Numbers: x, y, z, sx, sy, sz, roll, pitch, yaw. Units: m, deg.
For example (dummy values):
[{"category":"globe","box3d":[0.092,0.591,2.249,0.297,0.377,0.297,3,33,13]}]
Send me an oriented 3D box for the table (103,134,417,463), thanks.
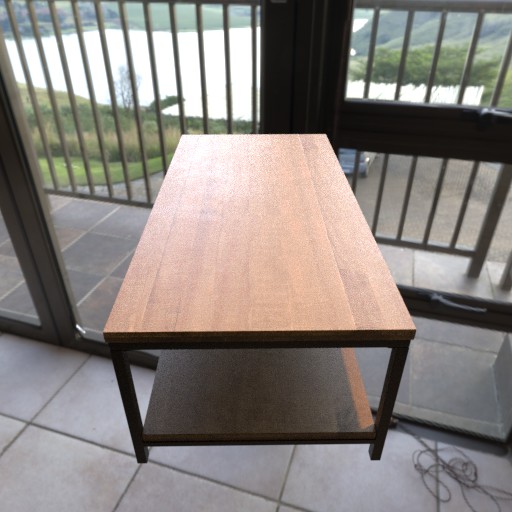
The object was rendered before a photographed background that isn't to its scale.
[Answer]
[{"category":"table","box3d":[0.000,0.000,1.347,0.551,0.399,1.100,0,33,-1]}]
